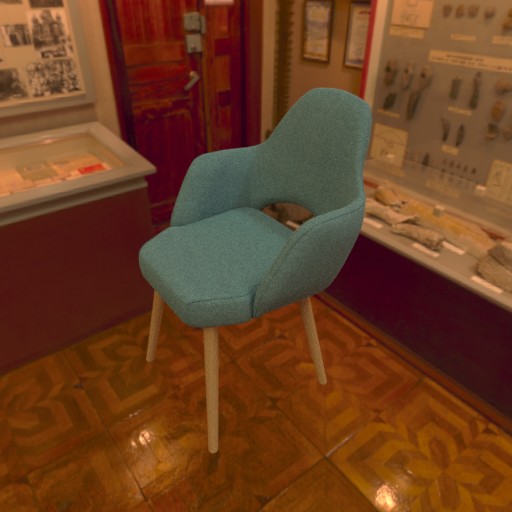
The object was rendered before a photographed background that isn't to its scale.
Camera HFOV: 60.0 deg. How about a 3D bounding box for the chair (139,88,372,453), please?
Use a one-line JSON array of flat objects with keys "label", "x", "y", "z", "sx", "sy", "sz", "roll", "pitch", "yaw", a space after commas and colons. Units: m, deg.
[{"label": "chair", "x": 0.000, "y": 0.000, "z": 1.393, "sx": 0.666, "sy": 0.920, "sz": 0.589, "roll": -21, "pitch": 39, "yaw": -29}]
